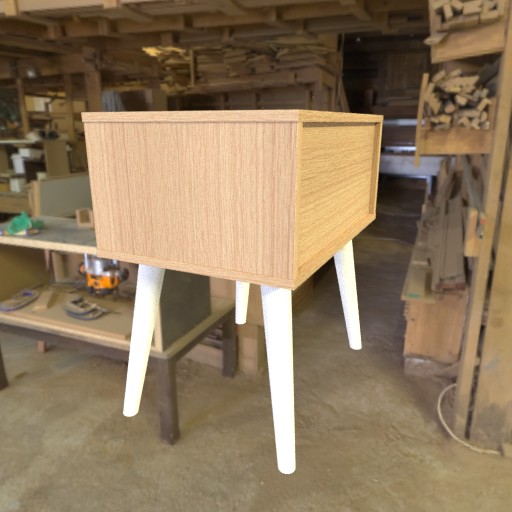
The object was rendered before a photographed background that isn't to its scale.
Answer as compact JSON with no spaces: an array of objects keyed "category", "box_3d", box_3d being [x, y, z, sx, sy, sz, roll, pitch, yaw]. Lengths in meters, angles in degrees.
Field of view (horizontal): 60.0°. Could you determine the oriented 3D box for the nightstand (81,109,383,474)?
[{"category":"nightstand","box_3d":[0.000,0.000,1.001,0.407,0.610,0.571,8,19,25]}]
